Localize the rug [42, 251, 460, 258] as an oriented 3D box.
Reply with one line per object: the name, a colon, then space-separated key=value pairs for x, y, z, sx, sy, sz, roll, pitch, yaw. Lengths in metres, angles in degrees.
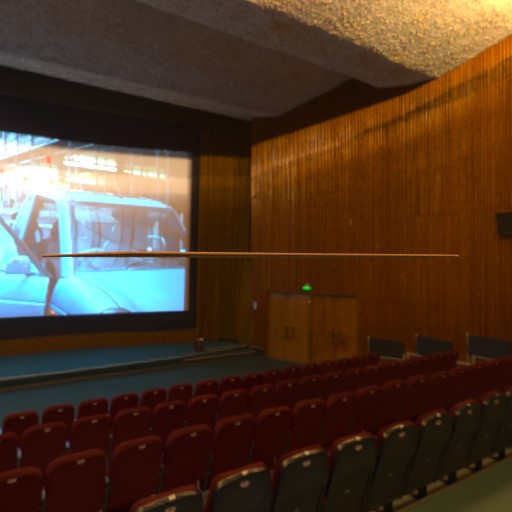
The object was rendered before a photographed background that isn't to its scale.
rug: x=0.000 y=0.000 z=2.085 sx=1.668 sy=0.012 sz=1.061 roll=0 pitch=-1 yaw=-35
